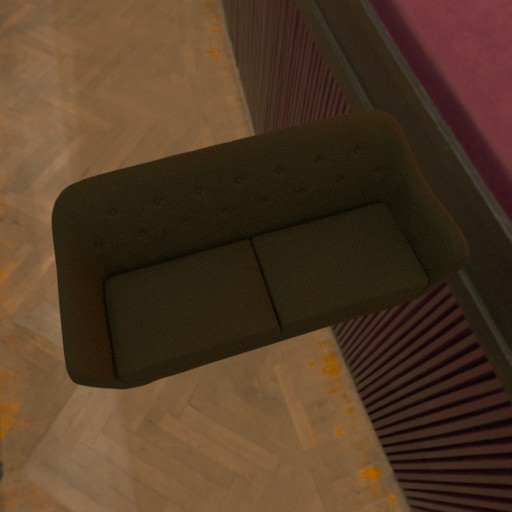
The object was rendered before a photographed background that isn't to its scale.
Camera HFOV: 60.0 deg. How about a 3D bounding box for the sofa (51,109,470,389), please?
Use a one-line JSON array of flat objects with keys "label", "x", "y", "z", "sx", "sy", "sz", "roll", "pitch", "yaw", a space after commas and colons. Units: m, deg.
[{"label": "sofa", "x": 0.000, "y": 0.000, "z": 2.213, "sx": 1.840, "sy": 0.836, "sz": 0.820, "roll": -16, "pitch": 65, "yaw": -7}]
